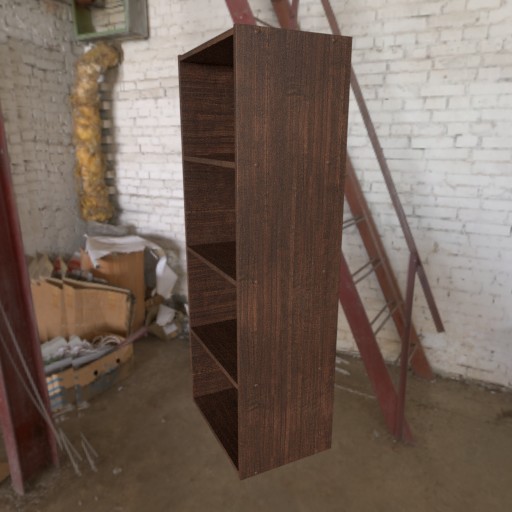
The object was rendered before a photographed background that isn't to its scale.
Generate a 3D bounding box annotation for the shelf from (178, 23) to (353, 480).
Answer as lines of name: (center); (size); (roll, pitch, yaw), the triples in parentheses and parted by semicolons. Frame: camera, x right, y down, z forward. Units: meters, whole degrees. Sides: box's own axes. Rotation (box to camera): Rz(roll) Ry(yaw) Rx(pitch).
shelf: (0.000, 0.000, 1.269); (0.290, 1.099, 0.415); (-7, 17, -25)
